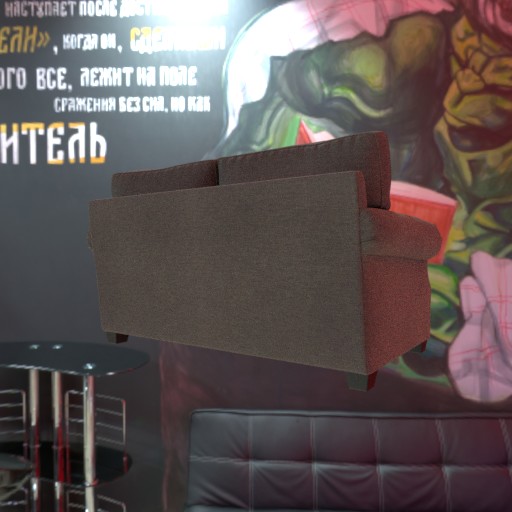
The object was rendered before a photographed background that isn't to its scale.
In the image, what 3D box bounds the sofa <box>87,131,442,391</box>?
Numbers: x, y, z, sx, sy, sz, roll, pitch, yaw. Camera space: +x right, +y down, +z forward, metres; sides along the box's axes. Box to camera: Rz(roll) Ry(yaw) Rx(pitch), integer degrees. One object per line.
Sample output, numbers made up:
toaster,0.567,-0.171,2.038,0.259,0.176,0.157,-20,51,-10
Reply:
sofa,0.000,0.000,2.323,1.701,0.966,0.966,0,1,35
